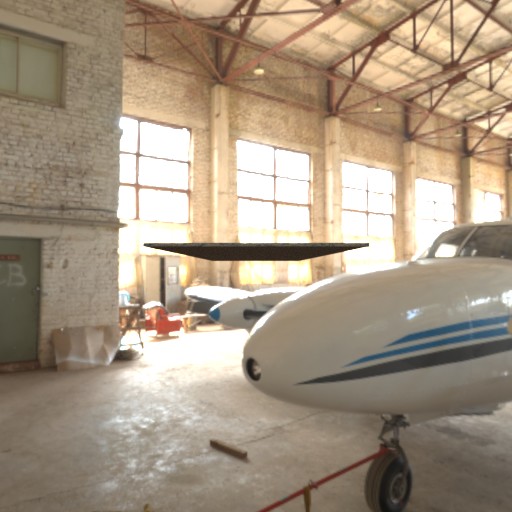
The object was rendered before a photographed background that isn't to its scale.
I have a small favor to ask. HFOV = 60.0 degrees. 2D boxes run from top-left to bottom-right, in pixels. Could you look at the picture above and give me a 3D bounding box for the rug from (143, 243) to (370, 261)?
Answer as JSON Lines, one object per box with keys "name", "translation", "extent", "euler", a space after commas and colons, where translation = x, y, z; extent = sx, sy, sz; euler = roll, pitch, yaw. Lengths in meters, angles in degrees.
{"name": "rug", "translation": [0.000, 0.000, 2.708], "extent": [0.770, 0.013, 2.434], "euler": [0, -2, 0]}
